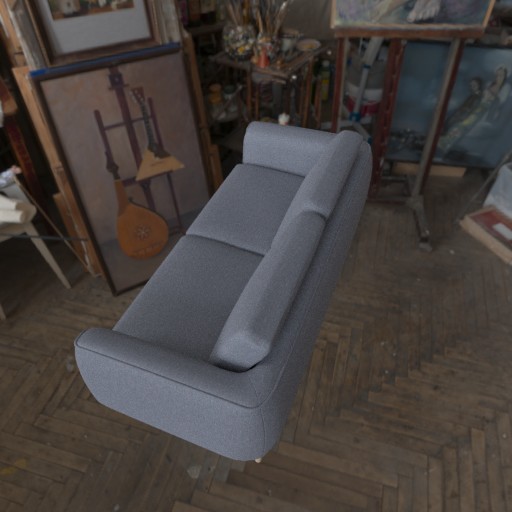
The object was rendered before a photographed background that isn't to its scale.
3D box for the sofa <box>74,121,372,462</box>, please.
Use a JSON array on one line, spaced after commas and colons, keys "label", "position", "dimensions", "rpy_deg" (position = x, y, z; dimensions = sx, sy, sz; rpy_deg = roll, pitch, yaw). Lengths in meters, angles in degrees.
[{"label": "sofa", "position": [0.000, 0.000, 2.505], "dimensions": [0.920, 0.870, 2.000], "rpy_deg": [16, 48, 15]}]
